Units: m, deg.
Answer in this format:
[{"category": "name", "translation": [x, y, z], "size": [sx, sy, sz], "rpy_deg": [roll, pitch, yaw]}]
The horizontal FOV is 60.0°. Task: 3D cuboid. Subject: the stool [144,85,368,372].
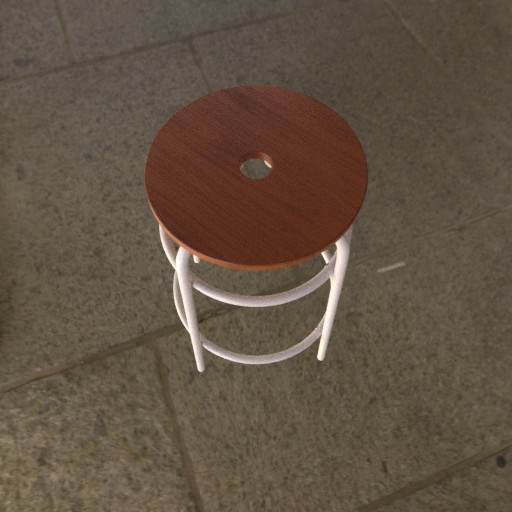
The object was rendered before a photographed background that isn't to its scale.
[{"category": "stool", "translation": [0.000, 0.000, 0.937], "size": [0.455, 0.610, 0.455], "rpy_deg": [37, 69, 17]}]
